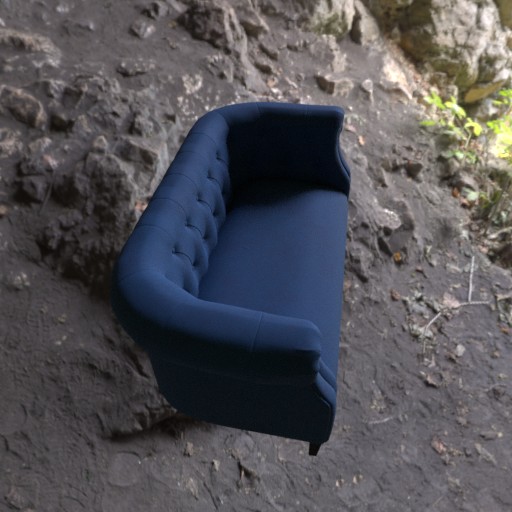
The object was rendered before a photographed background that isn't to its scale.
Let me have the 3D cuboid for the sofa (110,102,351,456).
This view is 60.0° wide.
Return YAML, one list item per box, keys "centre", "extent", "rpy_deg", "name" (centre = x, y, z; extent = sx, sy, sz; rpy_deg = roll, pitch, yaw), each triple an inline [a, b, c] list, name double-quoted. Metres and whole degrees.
- centre: [0.000, 0.000, 2.043]
  extent: [0.835, 0.827, 1.558]
  rpy_deg: [8, 46, 7]
  name: "sofa"
